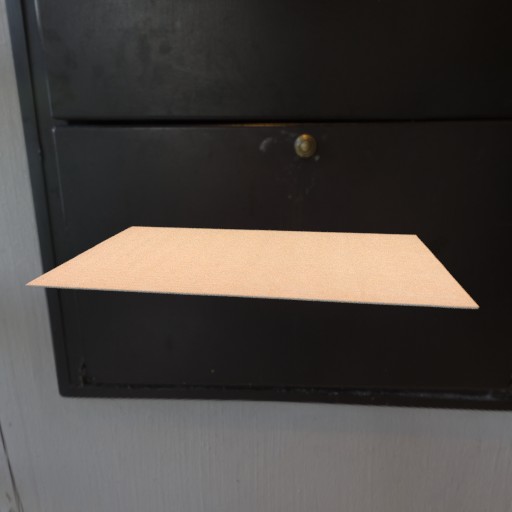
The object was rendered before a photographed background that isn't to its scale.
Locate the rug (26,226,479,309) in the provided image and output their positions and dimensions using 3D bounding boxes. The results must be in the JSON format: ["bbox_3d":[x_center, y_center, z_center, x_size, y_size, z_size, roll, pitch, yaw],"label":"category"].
[{"bbox_3d":[0.000,0.000,3.060,2.441,0.014,1.531,2,16,7],"label":"rug"}]
